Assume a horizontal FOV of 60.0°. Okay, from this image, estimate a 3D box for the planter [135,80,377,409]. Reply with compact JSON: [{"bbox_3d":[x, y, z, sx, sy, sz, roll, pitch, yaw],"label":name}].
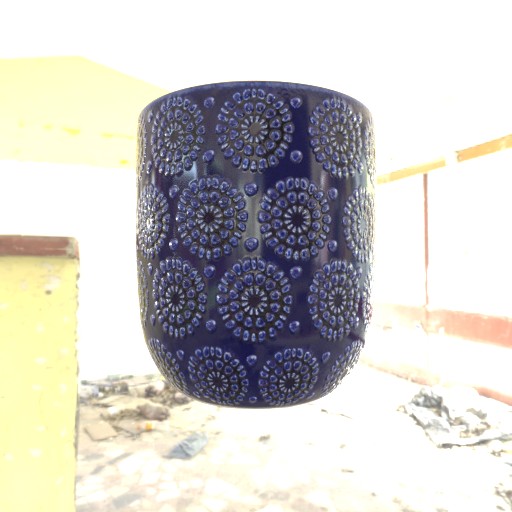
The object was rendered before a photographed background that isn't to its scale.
[{"bbox_3d":[0.000,0.000,0.349,0.184,0.206,0.184,0,-1,0],"label":"planter"}]
